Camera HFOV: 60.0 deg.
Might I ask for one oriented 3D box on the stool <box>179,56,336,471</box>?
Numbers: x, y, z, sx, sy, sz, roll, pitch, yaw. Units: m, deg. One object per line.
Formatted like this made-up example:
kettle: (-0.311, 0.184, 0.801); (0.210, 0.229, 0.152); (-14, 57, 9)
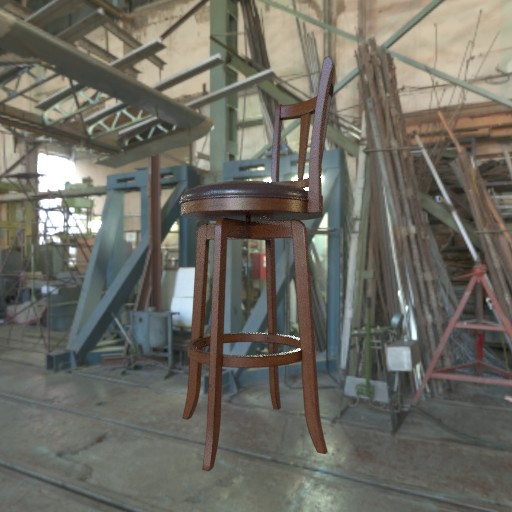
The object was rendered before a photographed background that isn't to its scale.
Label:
stool: (0.000, 0.000, 1.475); (0.503, 1.177, 0.464); (0, 0, -17)
